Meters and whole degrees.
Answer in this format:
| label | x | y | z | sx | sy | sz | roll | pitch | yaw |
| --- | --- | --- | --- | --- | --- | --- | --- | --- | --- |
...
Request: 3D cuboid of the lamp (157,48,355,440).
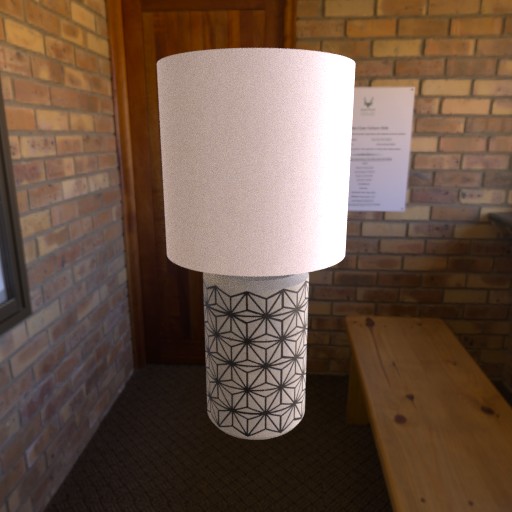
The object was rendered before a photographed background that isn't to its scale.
| label | x | y | z | sx | sy | sz | roll | pitch | yaw |
| --- | --- | --- | --- | --- | --- | --- | --- | --- | --- |
| lamp | 0.000 | 0.000 | 0.524 | 0.206 | 0.416 | 0.206 | -8 | 17 | -27 |
